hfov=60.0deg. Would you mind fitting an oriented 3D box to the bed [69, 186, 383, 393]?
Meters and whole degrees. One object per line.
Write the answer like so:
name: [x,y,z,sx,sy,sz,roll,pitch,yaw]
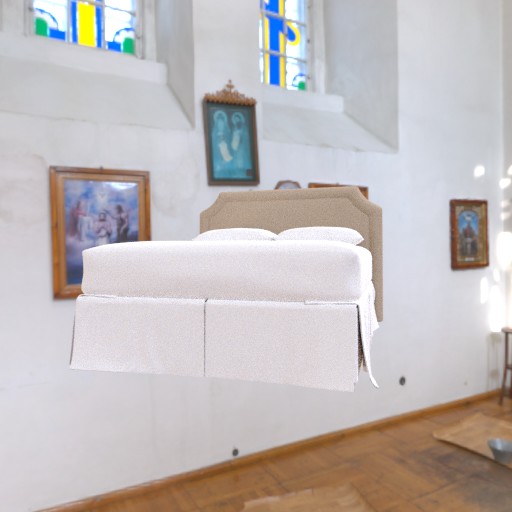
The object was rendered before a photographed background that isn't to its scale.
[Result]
bed: [0.000,0.000,3.348,1.828,1.301,2.204,0,0,17]
